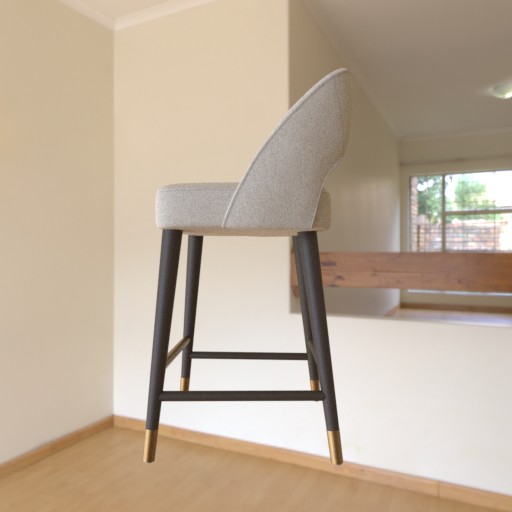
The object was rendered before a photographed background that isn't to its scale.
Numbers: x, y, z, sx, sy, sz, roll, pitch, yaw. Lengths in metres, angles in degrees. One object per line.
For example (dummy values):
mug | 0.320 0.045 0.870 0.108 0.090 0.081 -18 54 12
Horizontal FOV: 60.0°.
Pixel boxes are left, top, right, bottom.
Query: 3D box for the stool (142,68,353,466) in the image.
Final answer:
stool | 0.000 0.000 1.220 0.509 0.940 0.494 0 1 1
